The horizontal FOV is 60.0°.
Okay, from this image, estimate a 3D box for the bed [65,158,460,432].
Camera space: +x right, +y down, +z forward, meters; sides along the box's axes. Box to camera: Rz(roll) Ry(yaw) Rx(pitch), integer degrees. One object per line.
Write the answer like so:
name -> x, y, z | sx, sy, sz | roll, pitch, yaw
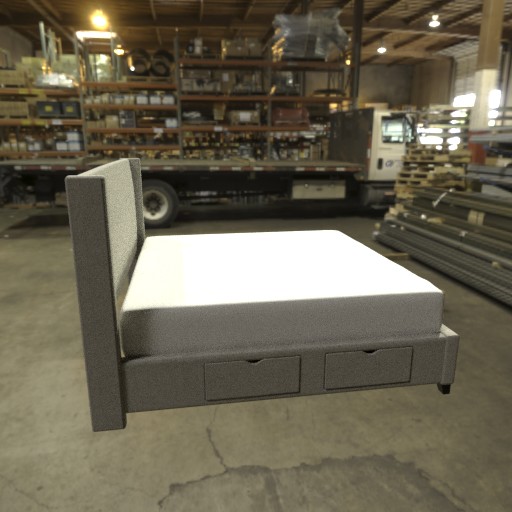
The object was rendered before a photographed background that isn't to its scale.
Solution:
bed -> 0.000, 0.000, 3.567 | 2.280, 1.470, 2.140 | -2, 15, -9
